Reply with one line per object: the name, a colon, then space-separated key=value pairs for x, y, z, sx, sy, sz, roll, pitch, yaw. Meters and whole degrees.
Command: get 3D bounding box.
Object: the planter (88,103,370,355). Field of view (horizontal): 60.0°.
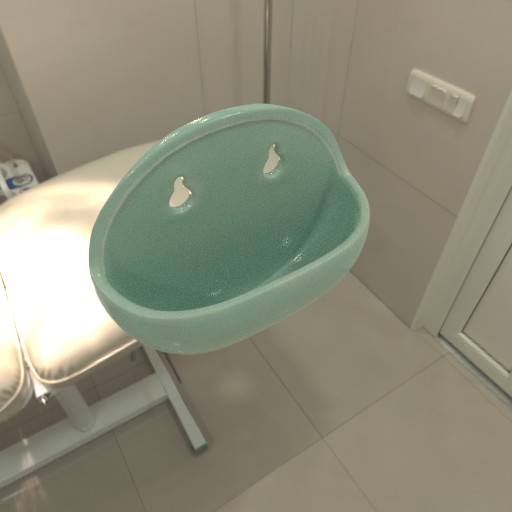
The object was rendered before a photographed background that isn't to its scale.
planter: x=0.000 y=0.000 z=0.276 sx=0.189 sy=0.164 sz=0.073 roll=-24 pitch=50 yaw=-22
